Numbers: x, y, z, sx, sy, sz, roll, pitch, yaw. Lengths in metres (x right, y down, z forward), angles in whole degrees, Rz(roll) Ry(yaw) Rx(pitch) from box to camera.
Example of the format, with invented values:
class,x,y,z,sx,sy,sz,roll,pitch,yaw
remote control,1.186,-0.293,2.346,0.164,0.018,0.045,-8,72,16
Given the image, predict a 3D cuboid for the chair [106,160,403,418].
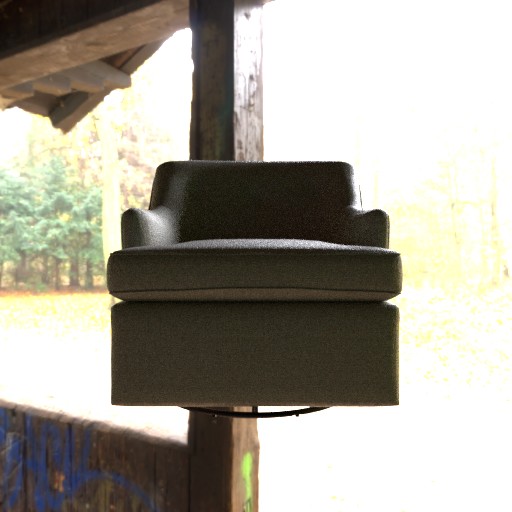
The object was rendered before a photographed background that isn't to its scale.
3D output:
class,x,y,z,sx,sy,sz,roll,pitch,yaw
chair,0.000,0.000,1.580,0.864,0.856,0.923,0,0,0
